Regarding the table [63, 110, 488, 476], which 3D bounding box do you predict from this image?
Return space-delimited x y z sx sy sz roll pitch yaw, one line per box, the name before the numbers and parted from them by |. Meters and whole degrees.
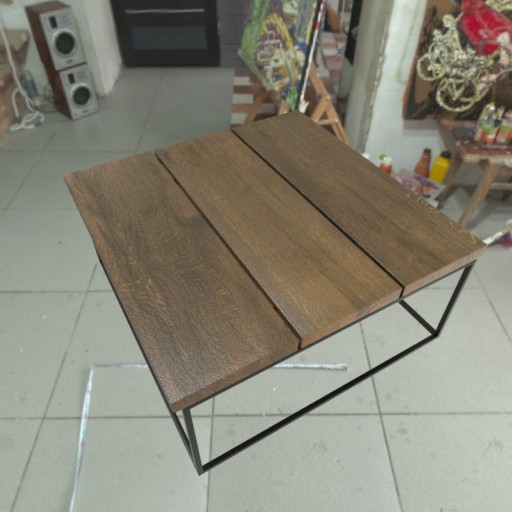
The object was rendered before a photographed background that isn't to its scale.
table | 0.000 0.000 1.430 0.900 0.400 0.900 -22 48 -21
